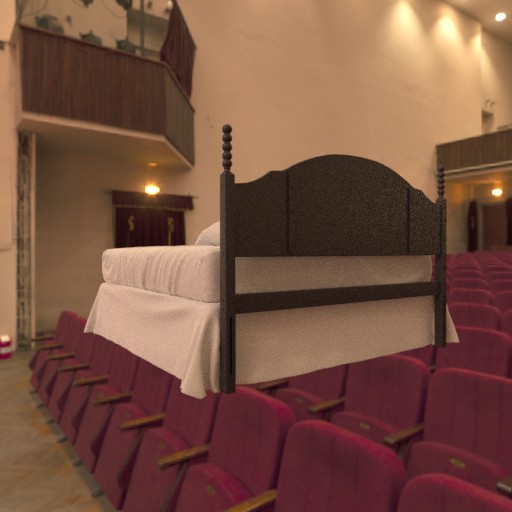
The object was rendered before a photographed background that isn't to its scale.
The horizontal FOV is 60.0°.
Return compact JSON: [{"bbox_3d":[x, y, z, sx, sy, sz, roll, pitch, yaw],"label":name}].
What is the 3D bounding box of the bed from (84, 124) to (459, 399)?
[{"bbox_3d":[0.000,0.000,3.645,2.322,1.355,2.219,0,1,-35],"label":"bed"}]
